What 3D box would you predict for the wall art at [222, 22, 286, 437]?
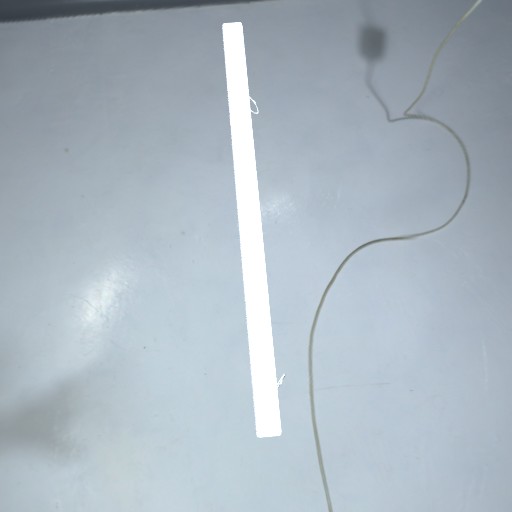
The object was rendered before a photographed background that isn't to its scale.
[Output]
[{"bbox_3d":[0.000,0.000,1.132,0.065,0.747,0.755,-5,76,-1],"label":"wall art"}]
